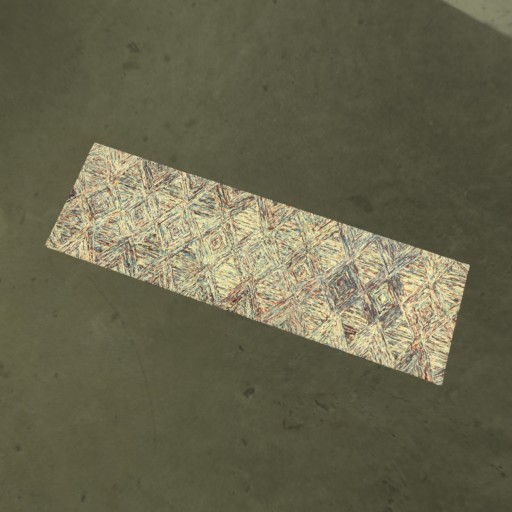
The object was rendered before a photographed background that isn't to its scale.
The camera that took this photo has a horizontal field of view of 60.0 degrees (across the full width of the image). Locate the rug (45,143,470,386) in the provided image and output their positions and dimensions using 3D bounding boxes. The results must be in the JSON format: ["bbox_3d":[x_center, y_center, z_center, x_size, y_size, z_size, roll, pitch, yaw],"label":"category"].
[{"bbox_3d":[0.000,0.000,2.485,2.292,0.015,0.688,19,77,5],"label":"rug"}]
